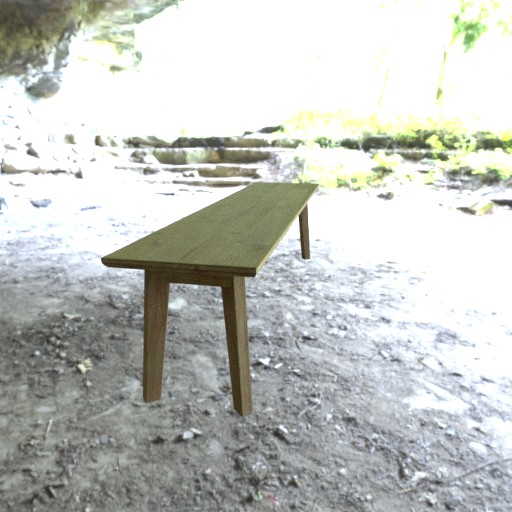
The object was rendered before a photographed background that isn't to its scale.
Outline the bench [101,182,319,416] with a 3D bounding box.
[{"bbox_3d":[0.000,0.000,1.862,0.378,0.431,1.698,3,16,12],"label":"bench"}]
